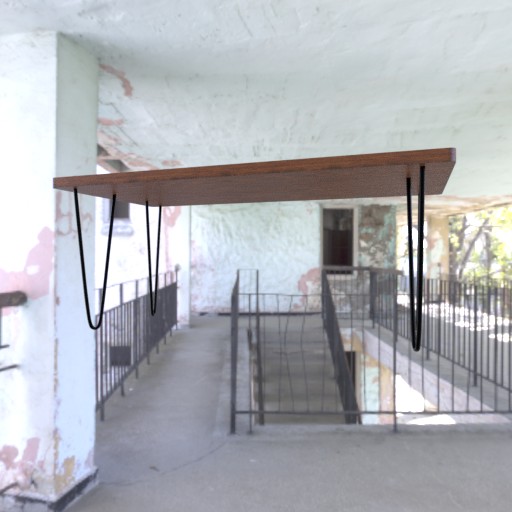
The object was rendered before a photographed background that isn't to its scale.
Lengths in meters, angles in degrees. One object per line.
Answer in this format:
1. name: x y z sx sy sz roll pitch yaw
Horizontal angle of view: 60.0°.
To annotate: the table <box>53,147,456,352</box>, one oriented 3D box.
1. table: 0.000 0.000 2.250 1.791 0.753 0.883 0 0 20
